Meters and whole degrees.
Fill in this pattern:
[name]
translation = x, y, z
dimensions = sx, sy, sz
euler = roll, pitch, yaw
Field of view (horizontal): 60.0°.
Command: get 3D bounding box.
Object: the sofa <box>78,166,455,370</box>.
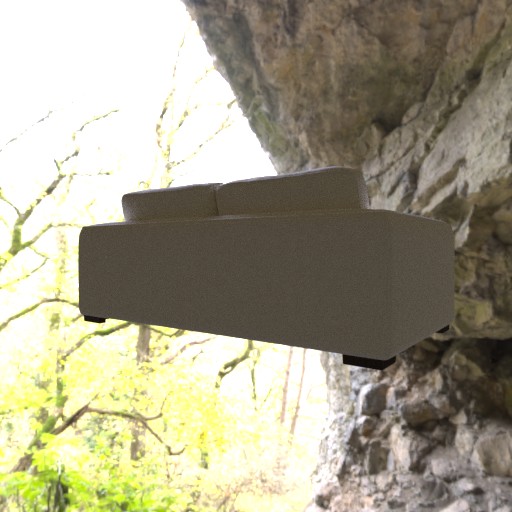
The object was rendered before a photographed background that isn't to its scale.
[sofa]
translation = 0.000, 0.000, 2.526
dimensions = 1.920, 0.801, 1.069
euler = 1, 1, 36
